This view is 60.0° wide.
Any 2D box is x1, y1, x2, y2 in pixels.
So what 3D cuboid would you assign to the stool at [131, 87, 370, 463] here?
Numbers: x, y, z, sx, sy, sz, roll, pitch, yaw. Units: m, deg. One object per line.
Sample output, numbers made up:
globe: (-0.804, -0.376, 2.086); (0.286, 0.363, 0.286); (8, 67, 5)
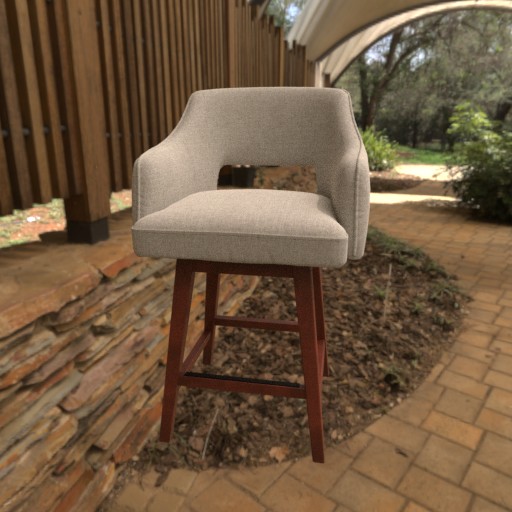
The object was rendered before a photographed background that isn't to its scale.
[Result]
stool: (0.000, 0.000, 1.277); (0.599, 0.944, 0.558); (3, 17, 10)
